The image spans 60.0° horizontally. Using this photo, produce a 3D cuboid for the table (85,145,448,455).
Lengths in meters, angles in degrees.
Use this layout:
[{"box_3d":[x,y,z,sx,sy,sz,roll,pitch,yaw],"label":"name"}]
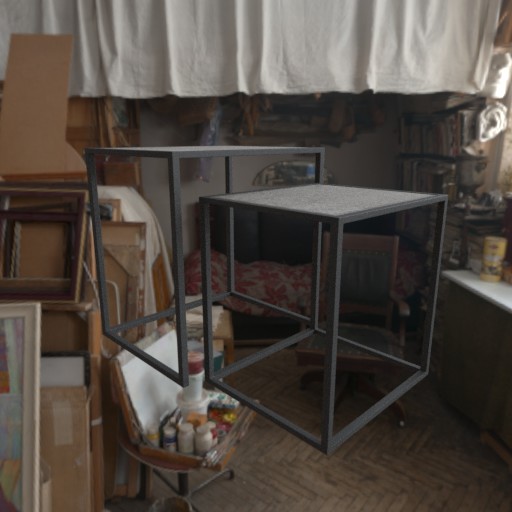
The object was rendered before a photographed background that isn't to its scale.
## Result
[{"box_3d":[0.000,0.000,1.152,0.508,0.540,0.788,-14,21,-43],"label":"table"}]
